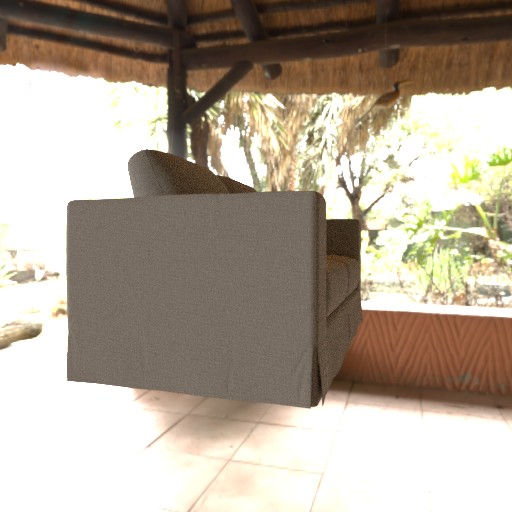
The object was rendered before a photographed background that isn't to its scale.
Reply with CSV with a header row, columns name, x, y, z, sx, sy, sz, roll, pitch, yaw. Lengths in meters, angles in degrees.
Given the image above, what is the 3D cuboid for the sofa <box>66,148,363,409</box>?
name,x,y,z,sx,sy,sz,roll,pitch,yaw
sofa,0.000,0.000,2.409,1.009,0.932,1.813,0,1,18
